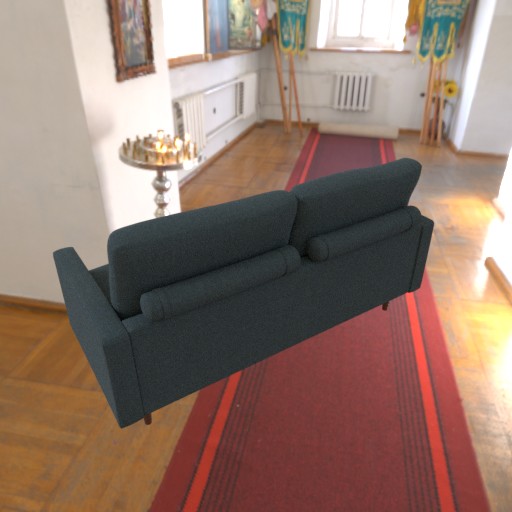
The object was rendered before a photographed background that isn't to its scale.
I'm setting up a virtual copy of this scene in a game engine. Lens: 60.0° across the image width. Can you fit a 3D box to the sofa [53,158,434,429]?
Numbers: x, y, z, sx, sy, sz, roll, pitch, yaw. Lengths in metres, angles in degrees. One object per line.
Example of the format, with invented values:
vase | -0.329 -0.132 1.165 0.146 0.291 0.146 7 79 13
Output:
sofa | 0.000 0.000 2.569 2.010 1.050 0.966 -18 34 -29
